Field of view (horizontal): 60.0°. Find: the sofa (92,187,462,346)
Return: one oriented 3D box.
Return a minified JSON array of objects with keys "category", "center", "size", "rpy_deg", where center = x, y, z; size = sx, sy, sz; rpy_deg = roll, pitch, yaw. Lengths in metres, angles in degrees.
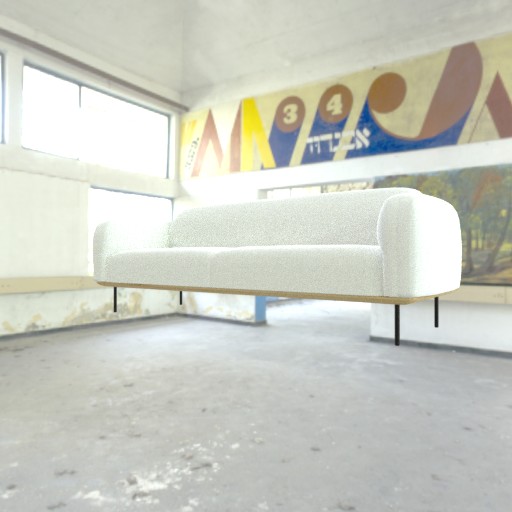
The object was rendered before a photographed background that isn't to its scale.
[{"category":"sofa","center":[0.000,0.000,2.746],"size":[2.280,0.780,0.870],"rpy_deg":[0,0,37]}]
